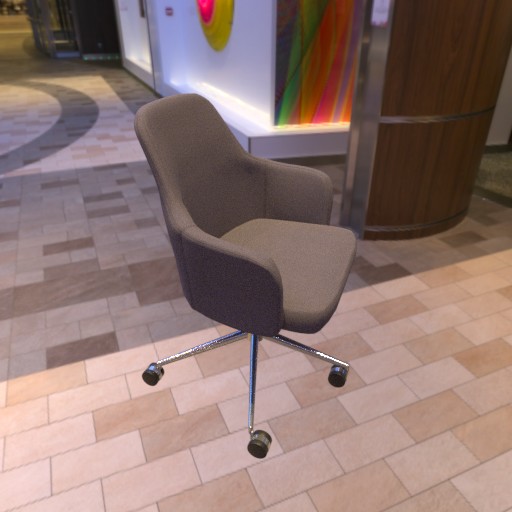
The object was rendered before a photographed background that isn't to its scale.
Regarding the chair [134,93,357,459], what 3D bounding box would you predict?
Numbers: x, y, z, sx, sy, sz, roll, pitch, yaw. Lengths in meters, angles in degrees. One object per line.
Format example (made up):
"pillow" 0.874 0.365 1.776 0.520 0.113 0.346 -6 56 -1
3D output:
"chair" 0.000 0.000 1.259 0.600 0.820 0.655 11 32 18
